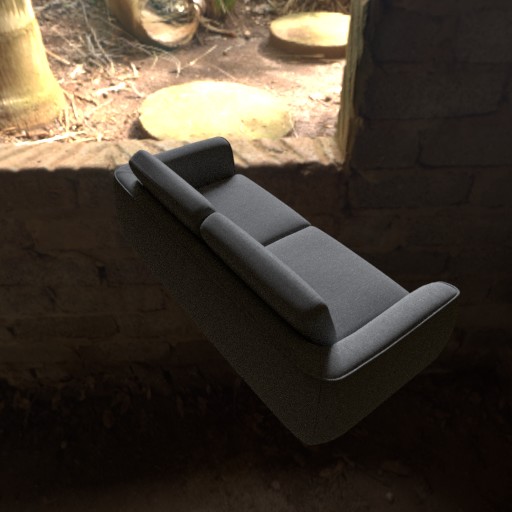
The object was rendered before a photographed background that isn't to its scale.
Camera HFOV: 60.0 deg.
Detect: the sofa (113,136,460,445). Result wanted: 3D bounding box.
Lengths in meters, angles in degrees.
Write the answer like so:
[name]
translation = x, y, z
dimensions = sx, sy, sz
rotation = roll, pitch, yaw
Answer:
[sofa]
translation = 0.000, 0.000, 2.478
dimensions = 0.920, 0.870, 2.000
rotation = -26, 47, -27
